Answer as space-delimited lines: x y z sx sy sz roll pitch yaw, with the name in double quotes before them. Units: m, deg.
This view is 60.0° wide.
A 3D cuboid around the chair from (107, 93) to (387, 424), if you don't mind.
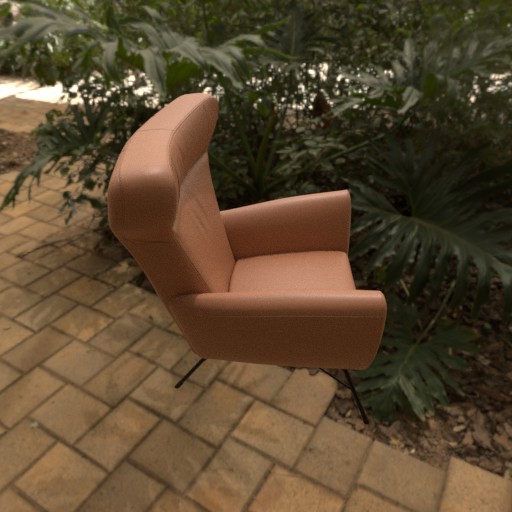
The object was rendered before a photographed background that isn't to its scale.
"chair" 0.000 0.000 1.737 0.900 1.050 0.980 1 32 2
